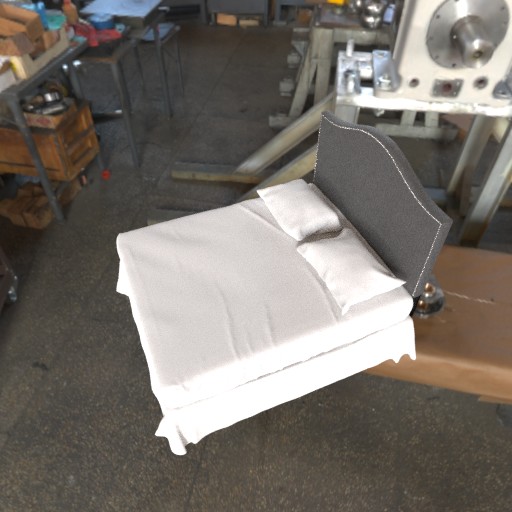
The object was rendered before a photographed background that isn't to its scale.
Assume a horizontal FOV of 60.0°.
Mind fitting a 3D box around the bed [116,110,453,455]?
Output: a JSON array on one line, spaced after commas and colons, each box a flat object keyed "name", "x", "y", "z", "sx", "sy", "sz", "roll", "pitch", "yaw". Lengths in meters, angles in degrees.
[{"name": "bed", "x": 0.000, "y": 0.000, "z": 3.472, "sx": 2.221, "sy": 1.645, "sz": 1.876, "roll": -17, "pitch": 48, "yaw": -16}]
